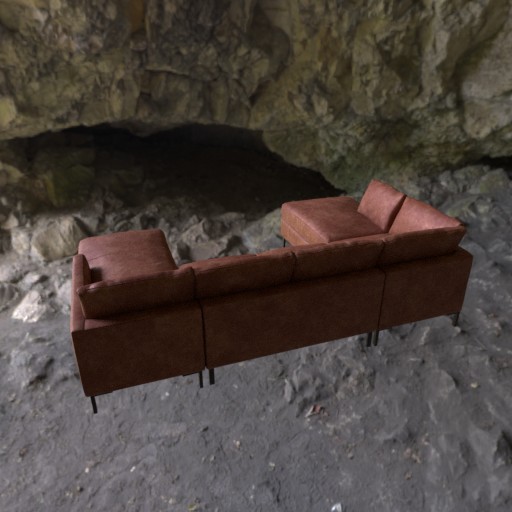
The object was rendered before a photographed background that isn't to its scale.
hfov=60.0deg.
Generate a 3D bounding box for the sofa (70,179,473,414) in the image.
[{"bbox_3d":[0.000,0.000,3.864,2.956,0.900,1.939,-9,28,-17],"label":"sofa"}]
